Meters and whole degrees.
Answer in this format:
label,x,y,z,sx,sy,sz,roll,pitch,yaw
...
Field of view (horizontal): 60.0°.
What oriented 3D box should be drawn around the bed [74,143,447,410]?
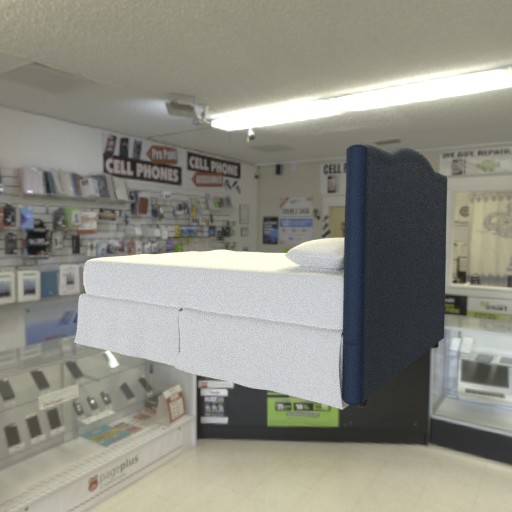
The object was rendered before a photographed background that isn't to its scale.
label,x,y,z,sx,sy,sz,roll,pitch,yaw
bed,0.000,0.000,3.574,2.507,1.441,1.741,2,4,36
